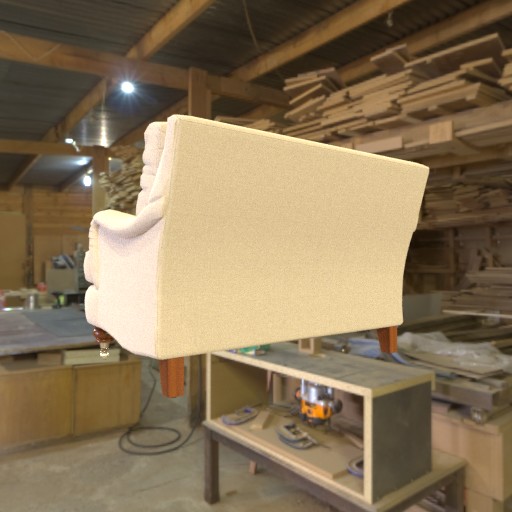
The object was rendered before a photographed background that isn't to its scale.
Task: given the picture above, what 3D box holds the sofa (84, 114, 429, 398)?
[{"bbox_3d":[0.000,0.000,2.288,1.508,1.048,1.087,0,0,-36],"label":"sofa"}]
